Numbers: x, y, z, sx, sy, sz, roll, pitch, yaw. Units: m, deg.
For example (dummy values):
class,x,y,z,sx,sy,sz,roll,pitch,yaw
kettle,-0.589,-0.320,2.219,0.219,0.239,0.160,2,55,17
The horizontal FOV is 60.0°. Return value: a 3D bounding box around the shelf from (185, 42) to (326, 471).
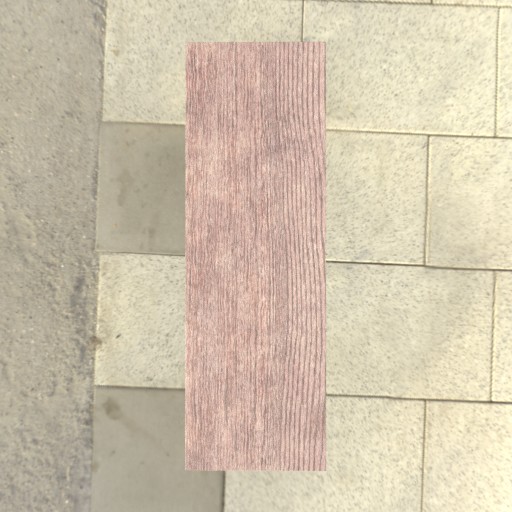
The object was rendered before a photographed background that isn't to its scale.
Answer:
class,x,y,z,sx,sy,sz,roll,pitch,yaw
shelf,0.000,0.000,0.692,0.200,0.125,0.610,0,90,1
